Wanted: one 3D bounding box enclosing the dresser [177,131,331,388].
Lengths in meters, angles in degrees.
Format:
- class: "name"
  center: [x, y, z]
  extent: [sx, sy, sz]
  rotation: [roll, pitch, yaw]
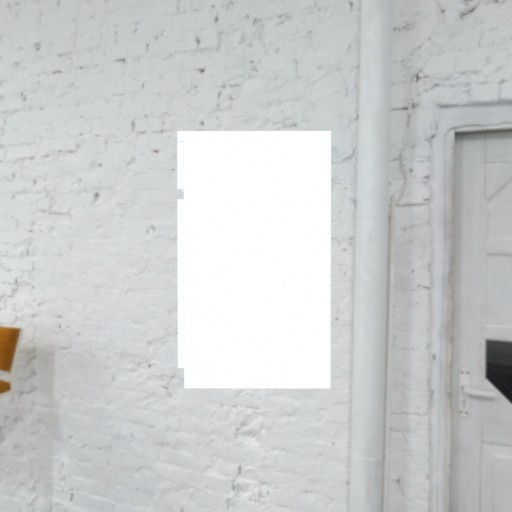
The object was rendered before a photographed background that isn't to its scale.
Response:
- class: "dresser"
  center: [0.000, 0.000, 2.545]
  extent: [0.500, 0.840, 2.200]
  rotation: [0, 1, 0]
